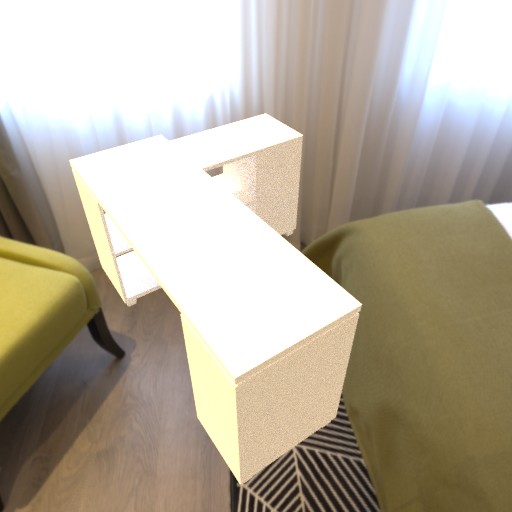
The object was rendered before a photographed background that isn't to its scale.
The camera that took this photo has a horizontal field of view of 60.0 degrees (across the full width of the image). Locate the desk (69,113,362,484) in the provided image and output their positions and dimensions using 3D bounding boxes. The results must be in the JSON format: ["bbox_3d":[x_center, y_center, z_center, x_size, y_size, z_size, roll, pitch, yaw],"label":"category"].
[{"bbox_3d":[0.000,0.000,2.231,1.199,0.759,1.524,-24,46,-25],"label":"desk"}]
